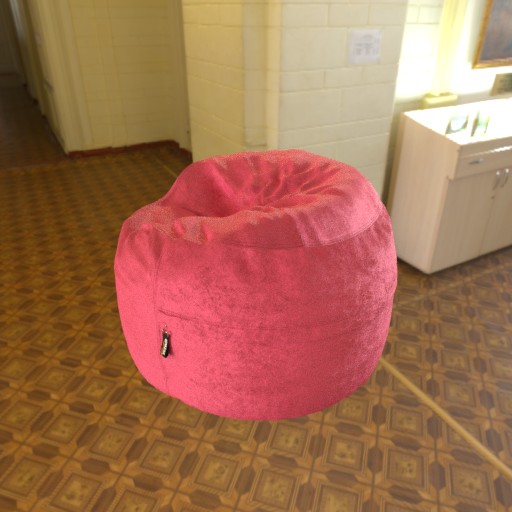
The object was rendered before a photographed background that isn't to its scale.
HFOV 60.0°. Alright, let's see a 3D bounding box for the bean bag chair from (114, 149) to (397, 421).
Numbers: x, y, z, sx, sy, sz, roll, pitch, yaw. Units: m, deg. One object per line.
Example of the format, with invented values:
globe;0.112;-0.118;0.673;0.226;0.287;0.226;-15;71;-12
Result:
bean bag chair;0.000;0.000;1.979;1.218;0.788;1.218;0;29;0
